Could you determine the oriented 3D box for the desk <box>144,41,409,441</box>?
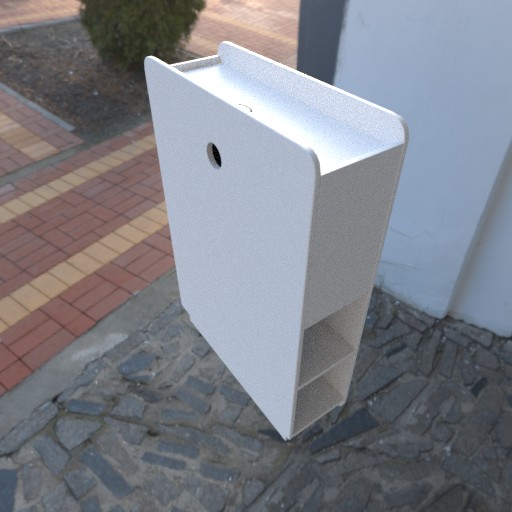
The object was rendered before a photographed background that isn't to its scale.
[{"bbox_3d":[0.000,0.000,1.533,0.278,1.190,0.795,-25,46,-26],"label":"desk"}]
